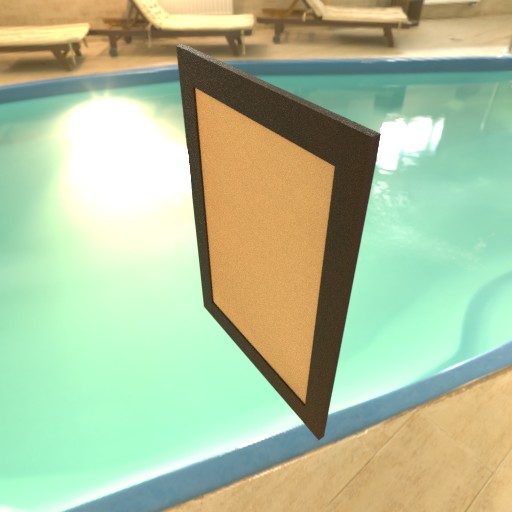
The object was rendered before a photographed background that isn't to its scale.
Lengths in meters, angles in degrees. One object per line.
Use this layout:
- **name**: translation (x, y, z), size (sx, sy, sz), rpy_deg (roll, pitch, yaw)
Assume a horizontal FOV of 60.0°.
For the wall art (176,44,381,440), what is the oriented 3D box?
- **wall art**: translation (0.000, 0.000, 0.654), size (0.013, 0.508, 0.359), rpy_deg (-24, 45, -27)
